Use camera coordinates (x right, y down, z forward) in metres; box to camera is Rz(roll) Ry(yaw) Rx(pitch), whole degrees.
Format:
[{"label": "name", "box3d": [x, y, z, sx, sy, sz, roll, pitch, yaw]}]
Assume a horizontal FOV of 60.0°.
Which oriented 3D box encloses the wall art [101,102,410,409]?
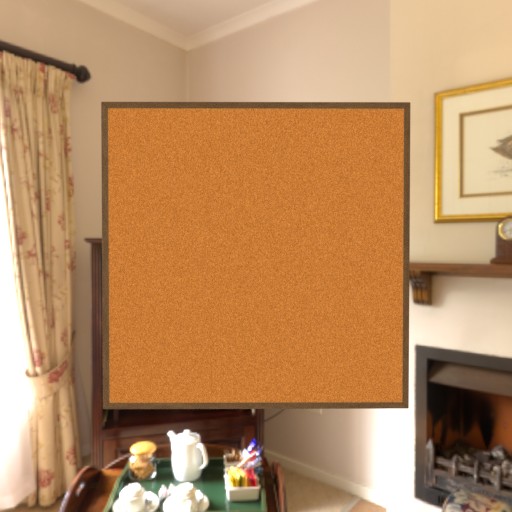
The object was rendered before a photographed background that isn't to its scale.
[{"label": "wall art", "box3d": [0.000, 0.000, 0.455, 0.303, 0.302, 0.038, 0, 1, 0]}]
